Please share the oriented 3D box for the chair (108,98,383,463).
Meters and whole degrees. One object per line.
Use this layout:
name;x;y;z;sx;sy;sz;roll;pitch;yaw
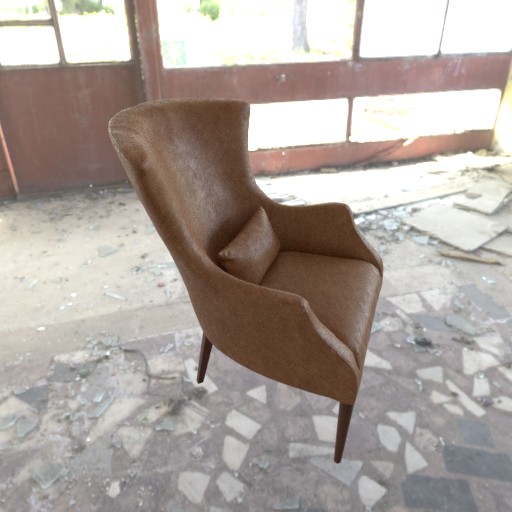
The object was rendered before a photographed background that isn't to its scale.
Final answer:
chair;0.000;0.000;1.728;0.955;1.067;0.846;11;32;17
